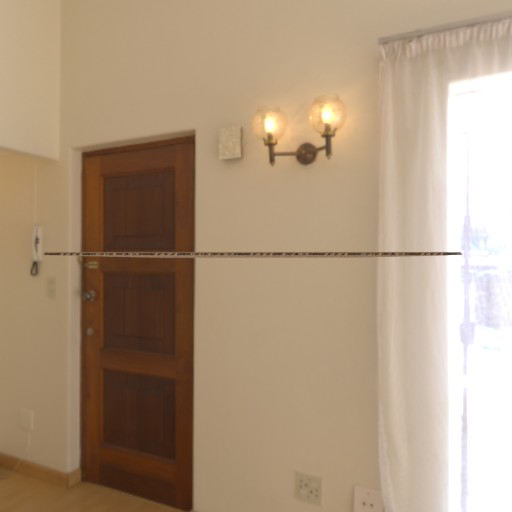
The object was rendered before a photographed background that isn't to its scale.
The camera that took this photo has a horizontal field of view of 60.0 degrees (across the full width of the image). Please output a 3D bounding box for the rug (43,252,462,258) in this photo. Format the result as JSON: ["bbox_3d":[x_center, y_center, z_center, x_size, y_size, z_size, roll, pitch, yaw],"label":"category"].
[{"bbox_3d":[0.000,0.000,3.855,2.306,0.017,2.902,0,-1,1],"label":"rug"}]
